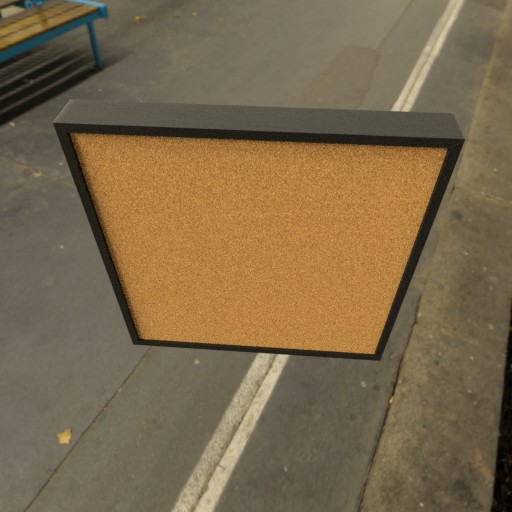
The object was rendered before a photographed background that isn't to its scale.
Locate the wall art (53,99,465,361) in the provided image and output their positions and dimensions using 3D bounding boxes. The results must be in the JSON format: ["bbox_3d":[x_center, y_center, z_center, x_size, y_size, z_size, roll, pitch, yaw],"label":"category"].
[{"bbox_3d":[0.000,0.000,0.449,0.305,0.305,0.037,3,46,3],"label":"wall art"}]
